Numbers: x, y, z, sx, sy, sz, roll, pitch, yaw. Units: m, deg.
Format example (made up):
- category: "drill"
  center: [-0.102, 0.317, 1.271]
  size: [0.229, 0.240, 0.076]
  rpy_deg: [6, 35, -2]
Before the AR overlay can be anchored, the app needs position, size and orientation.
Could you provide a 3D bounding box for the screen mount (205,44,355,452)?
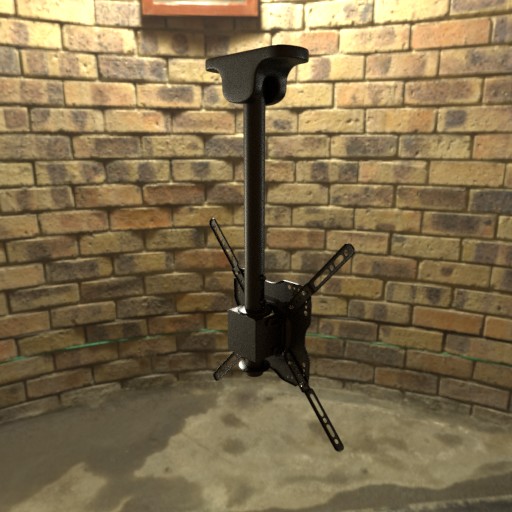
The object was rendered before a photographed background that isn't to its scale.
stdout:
- category: "screen mount"
  center: [0.000, 0.000, 0.870]
  size: [0.090, 0.729, 0.393]
  rpy_deg: [-13, 19, -43]
